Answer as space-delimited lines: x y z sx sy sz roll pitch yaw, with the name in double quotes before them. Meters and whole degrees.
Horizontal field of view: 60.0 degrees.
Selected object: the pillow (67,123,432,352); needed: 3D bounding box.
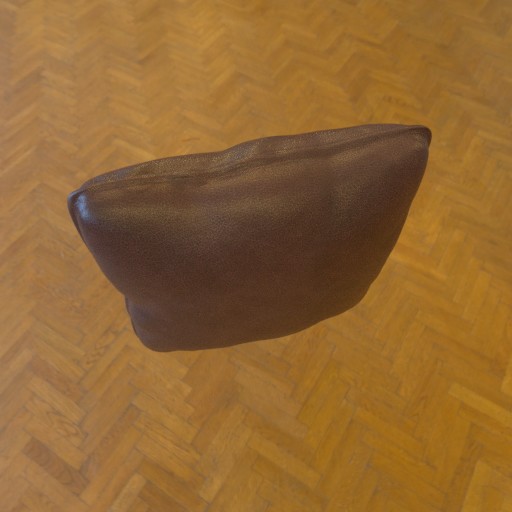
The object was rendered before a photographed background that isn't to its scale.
"pillow" 0.000 0.000 0.814 0.532 0.523 0.236 -12 58 -8
